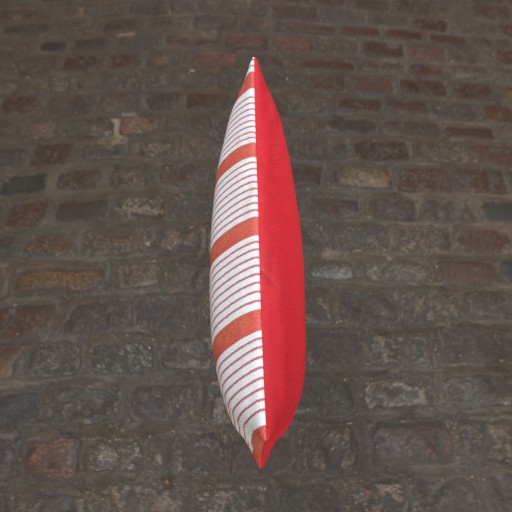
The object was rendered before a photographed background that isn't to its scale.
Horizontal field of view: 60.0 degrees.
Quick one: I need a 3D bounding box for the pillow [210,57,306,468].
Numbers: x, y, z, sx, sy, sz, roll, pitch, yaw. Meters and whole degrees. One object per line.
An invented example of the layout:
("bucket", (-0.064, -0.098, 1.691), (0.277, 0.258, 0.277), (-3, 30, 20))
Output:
("pillow", (0.000, 0.000, 0.726), (0.151, 0.297, 0.608), (-1, 60, -1))
